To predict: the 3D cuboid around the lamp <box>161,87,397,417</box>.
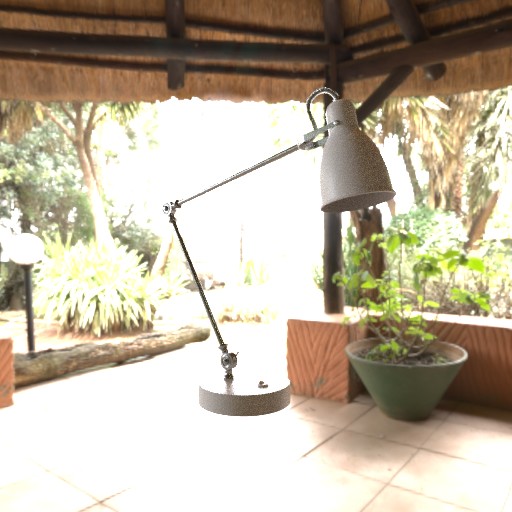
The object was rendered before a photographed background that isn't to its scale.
[{"bbox_3d":[0.000,0.000,0.882,0.561,0.587,0.187,0,0,38],"label":"lamp"}]
